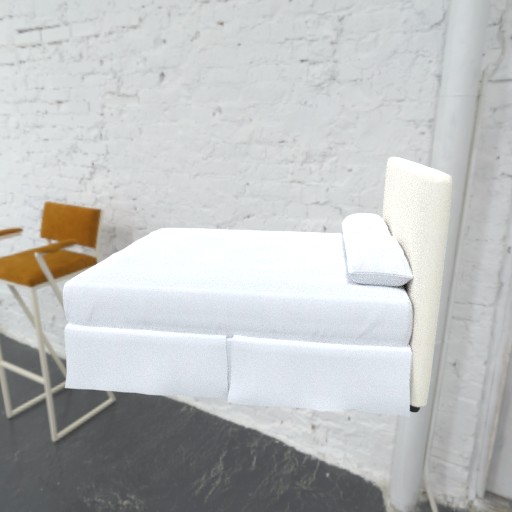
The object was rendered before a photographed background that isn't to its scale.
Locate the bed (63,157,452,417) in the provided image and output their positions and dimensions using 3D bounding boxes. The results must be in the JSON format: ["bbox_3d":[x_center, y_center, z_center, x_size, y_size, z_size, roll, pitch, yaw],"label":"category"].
[{"bbox_3d":[0.000,0.000,3.153,2.142,1.330,1.713,2,16,9],"label":"bed"}]
